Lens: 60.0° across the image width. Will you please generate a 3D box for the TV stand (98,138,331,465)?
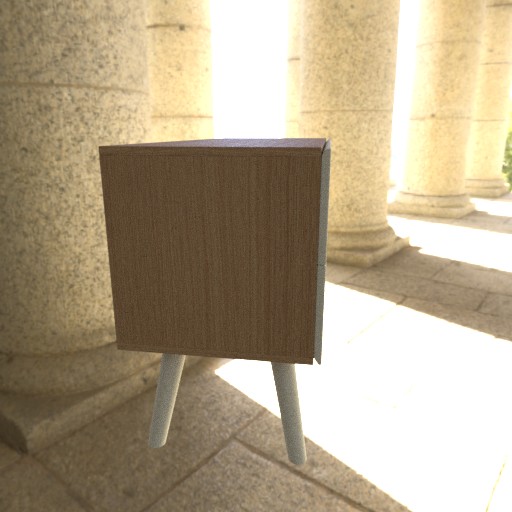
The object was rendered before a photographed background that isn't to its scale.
[{"bbox_3d":[0.000,0.000,1.312,0.407,0.660,0.991,2,16,9],"label":"TV stand"}]
